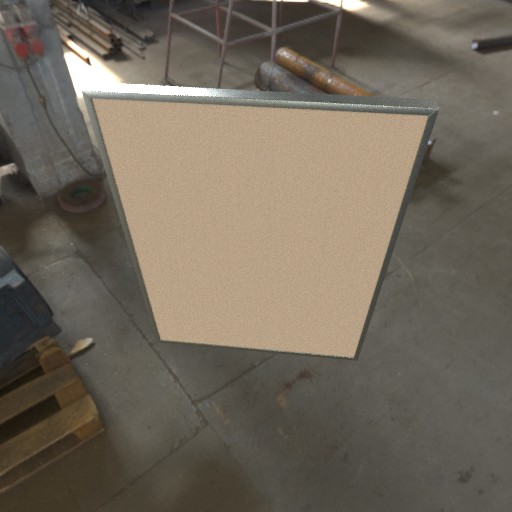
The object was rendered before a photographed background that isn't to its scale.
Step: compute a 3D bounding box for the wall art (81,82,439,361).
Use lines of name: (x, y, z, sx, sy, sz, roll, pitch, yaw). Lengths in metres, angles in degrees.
wall art: (0.000, 0.000, 1.389, 0.803, 1.062, 0.041, 4, 47, 4)
